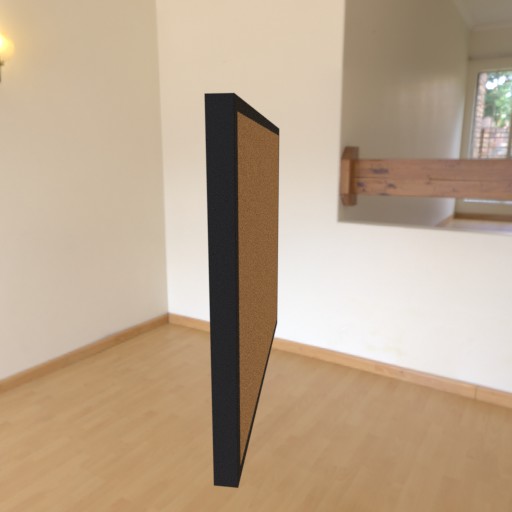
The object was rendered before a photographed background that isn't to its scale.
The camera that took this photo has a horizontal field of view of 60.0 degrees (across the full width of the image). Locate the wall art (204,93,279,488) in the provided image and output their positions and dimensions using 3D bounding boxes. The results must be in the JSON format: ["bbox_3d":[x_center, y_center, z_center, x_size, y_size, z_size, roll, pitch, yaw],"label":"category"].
[{"bbox_3d":[0.000,0.000,0.759,0.030,0.454,0.554,2,13,7],"label":"wall art"}]
